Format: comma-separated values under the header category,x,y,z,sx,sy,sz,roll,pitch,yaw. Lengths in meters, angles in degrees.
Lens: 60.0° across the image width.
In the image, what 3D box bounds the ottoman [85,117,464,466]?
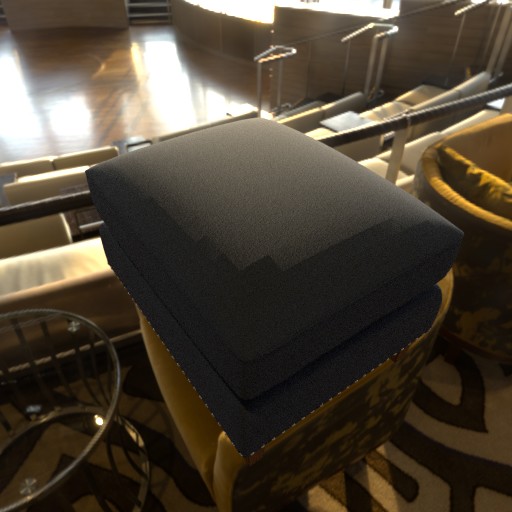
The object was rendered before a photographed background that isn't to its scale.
category,x,y,z,sx,sy,sz,roll,pitch,yaw
ottoman,0.000,0.000,1.140,0.584,0.513,0.741,-25,46,-26
